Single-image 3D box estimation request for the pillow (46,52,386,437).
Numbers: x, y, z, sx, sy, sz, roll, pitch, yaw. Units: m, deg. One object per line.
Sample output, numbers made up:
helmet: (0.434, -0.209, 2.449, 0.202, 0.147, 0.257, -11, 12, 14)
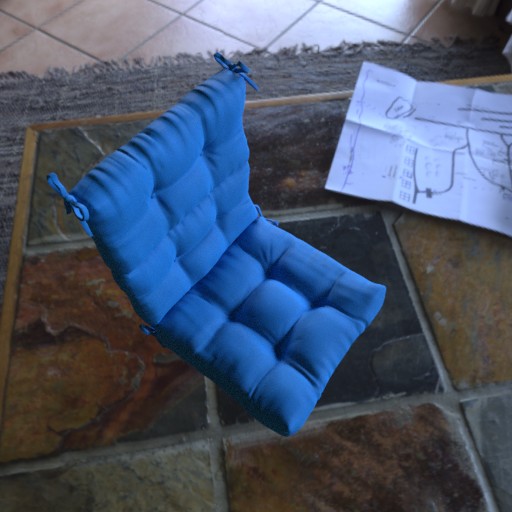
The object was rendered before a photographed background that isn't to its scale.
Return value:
pillow: (0.000, 0.000, 1.022, 0.571, 0.605, 0.519, 33, 64, 18)
